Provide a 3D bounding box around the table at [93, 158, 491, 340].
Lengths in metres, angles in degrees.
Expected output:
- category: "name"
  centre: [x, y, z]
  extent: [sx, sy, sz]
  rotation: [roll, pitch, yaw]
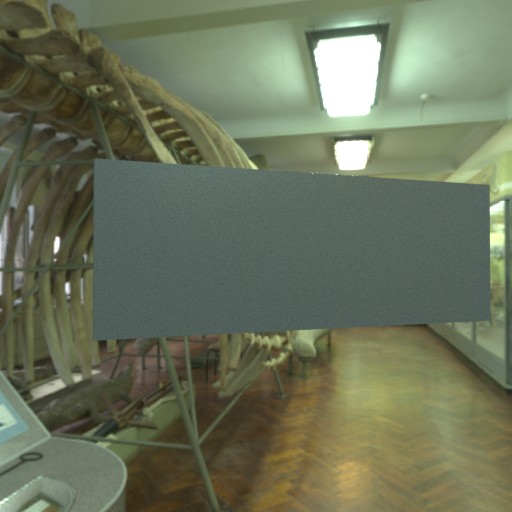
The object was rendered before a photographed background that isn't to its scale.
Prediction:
- category: "table"
  centre: [0.000, 0.000, 1.212]
  extent: [0.801, 0.299, 0.801]
  rotation: [0, -1, -18]
